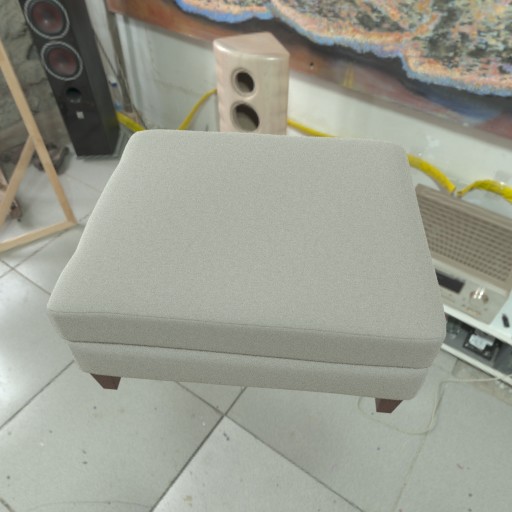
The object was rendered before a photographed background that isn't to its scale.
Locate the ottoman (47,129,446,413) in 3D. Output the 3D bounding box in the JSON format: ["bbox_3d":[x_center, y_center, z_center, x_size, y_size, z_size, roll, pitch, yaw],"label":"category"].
[{"bbox_3d":[0.000,0.000,1.446,0.976,0.492,0.836,4,48,3],"label":"ottoman"}]
